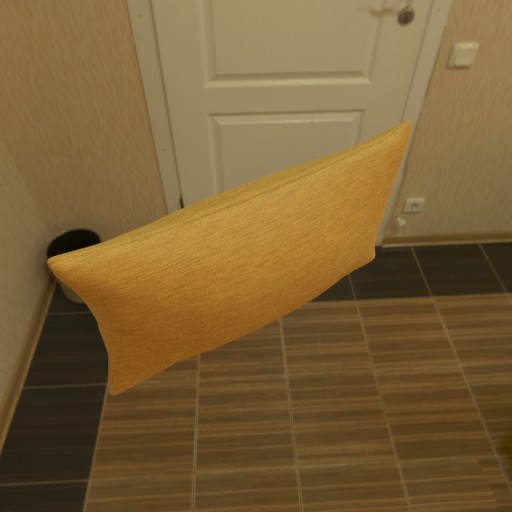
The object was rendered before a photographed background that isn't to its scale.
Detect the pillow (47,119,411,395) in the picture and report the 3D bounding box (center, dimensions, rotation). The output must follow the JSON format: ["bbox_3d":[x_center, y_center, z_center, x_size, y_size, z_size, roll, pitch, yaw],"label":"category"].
[{"bbox_3d":[0.000,0.000,0.792,0.634,0.354,0.210,-25,52,-21],"label":"pillow"}]
